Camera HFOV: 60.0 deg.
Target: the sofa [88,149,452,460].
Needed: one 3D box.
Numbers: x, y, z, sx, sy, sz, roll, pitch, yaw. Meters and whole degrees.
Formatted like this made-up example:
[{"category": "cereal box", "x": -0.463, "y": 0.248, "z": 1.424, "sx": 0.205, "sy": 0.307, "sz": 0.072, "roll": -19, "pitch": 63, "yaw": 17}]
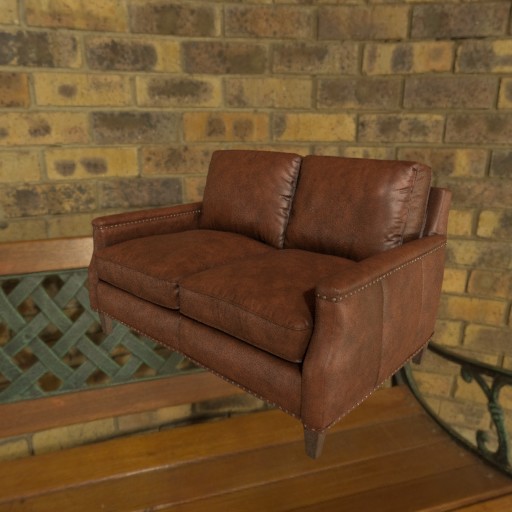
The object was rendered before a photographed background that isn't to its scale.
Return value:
[{"category": "sofa", "x": 0.000, "y": 0.000, "z": 2.264, "sx": 1.628, "sy": 1.003, "sz": 1.083, "roll": 15, "pitch": 22, "yaw": 41}]
